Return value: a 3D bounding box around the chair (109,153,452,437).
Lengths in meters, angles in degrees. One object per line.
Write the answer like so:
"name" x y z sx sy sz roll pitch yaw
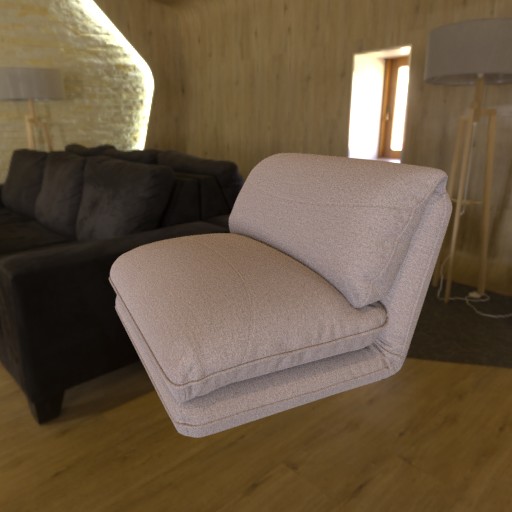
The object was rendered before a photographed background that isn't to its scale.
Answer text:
"chair" 0.000 0.000 1.353 0.780 0.580 0.820 -8 18 -25
